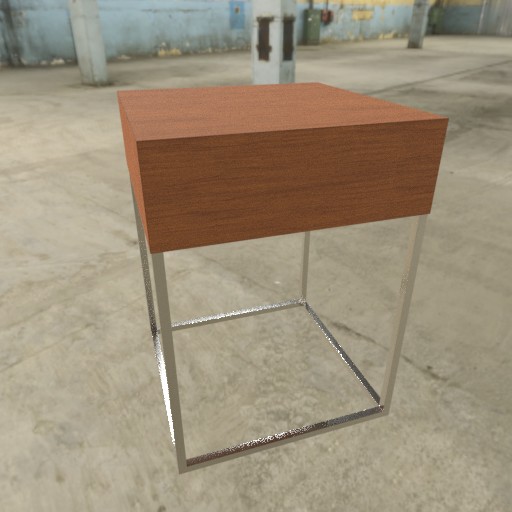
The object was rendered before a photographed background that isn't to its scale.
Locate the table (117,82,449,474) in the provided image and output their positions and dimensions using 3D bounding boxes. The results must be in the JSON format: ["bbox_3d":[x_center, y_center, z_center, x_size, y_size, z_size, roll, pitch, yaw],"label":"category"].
[{"bbox_3d":[0.000,0.000,0.814,0.397,0.540,0.398,-9,29,-16],"label":"table"}]
